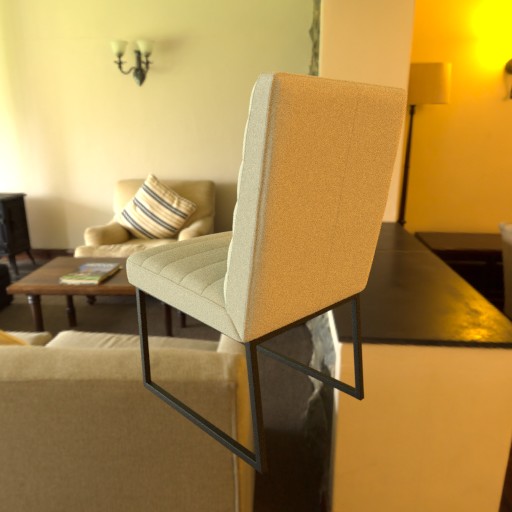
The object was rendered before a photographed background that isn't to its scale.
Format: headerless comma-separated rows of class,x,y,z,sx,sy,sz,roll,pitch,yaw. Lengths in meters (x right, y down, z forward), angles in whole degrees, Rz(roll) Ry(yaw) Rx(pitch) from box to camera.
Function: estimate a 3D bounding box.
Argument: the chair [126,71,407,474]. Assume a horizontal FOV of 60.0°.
chair,0.000,0.000,1.301,0.520,0.930,0.634,-15,22,-43
